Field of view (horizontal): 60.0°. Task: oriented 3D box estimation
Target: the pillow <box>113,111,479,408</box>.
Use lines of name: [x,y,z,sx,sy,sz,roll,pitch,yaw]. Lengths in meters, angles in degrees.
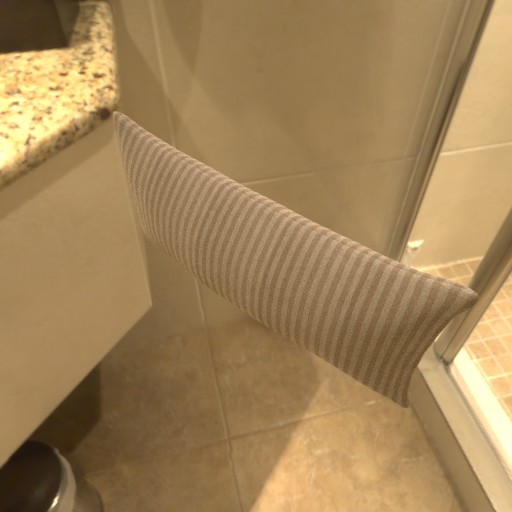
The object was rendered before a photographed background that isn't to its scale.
pillow: [0.000,0.000,0.714,0.617,0.295,0.151,31,55,25]
